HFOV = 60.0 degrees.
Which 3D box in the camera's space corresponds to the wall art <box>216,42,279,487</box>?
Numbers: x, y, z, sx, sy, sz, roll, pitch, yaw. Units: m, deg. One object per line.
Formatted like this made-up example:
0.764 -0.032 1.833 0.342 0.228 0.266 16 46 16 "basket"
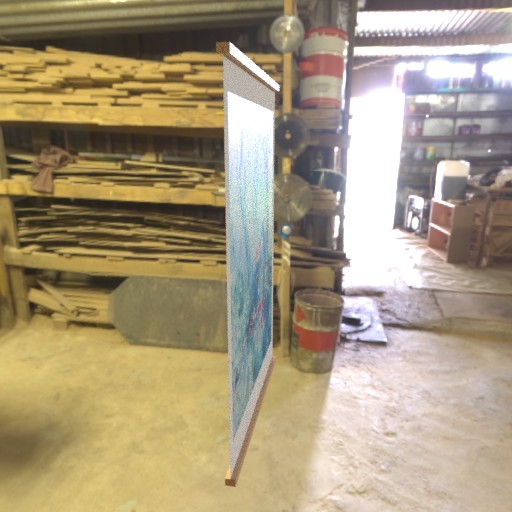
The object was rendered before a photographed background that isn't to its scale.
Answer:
0.000 0.000 1.926 0.040 1.510 0.991 3 14 11 "wall art"
